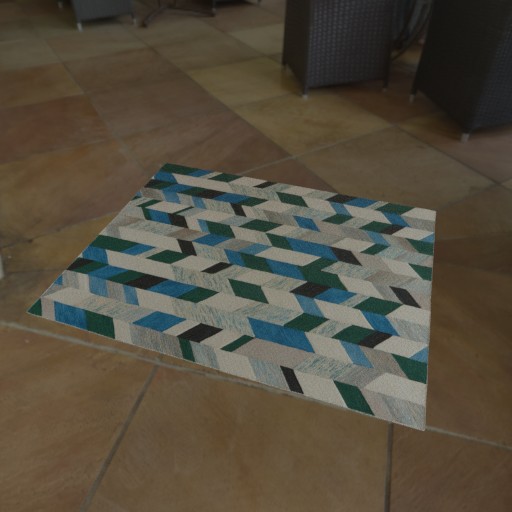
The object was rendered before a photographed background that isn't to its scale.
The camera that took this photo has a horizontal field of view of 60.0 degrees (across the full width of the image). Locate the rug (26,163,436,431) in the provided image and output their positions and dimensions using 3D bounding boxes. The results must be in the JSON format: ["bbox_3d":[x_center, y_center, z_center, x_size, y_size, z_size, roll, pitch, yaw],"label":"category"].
[{"bbox_3d":[0.000,0.000,3.986,3.036,0.008,2.440,13,44,14],"label":"rug"}]
